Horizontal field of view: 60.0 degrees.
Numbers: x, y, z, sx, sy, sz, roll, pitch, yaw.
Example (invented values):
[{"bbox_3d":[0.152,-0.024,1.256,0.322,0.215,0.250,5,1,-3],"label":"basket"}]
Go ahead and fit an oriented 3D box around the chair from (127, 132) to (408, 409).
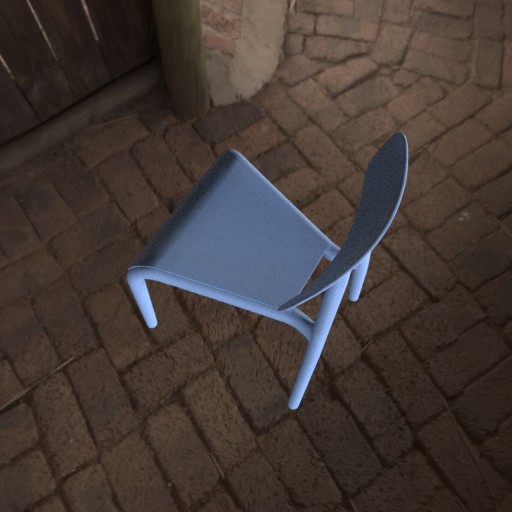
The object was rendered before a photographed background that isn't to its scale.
[{"bbox_3d":[0.000,0.000,0.815,0.401,0.580,0.356,29,68,13],"label":"chair"}]
